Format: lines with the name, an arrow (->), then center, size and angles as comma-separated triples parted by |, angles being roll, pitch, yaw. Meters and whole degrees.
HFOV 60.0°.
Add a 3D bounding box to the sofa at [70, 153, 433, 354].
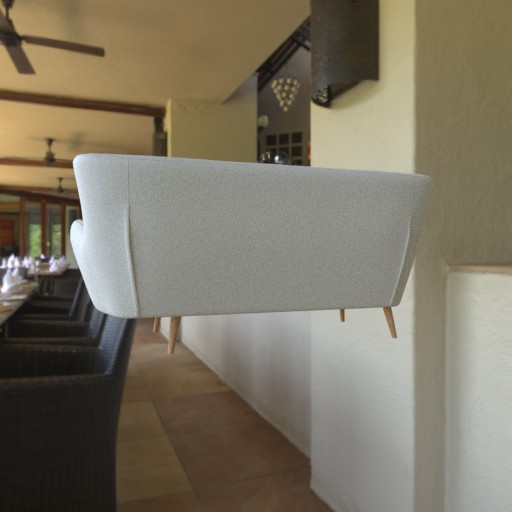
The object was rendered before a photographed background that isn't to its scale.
sofa -> 0.000, 0.000, 2.426 | 1.930, 0.890, 0.899 | 0, 1, -18
